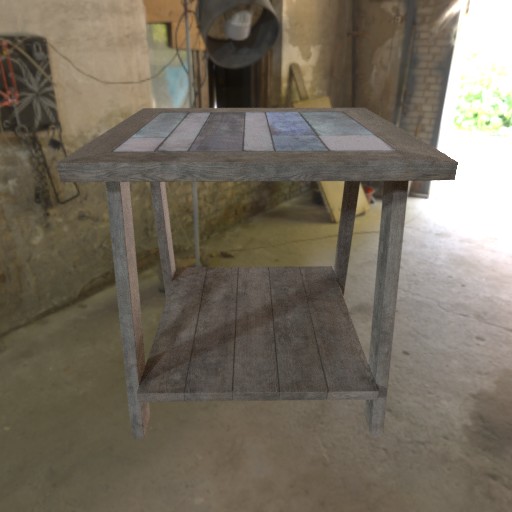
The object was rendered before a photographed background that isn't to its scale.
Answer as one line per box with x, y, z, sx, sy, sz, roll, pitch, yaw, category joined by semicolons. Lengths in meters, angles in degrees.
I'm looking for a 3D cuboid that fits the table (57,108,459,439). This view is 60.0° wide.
0.000;0.000;1.077;0.610;0.610;0.610;0;26;-1;table
